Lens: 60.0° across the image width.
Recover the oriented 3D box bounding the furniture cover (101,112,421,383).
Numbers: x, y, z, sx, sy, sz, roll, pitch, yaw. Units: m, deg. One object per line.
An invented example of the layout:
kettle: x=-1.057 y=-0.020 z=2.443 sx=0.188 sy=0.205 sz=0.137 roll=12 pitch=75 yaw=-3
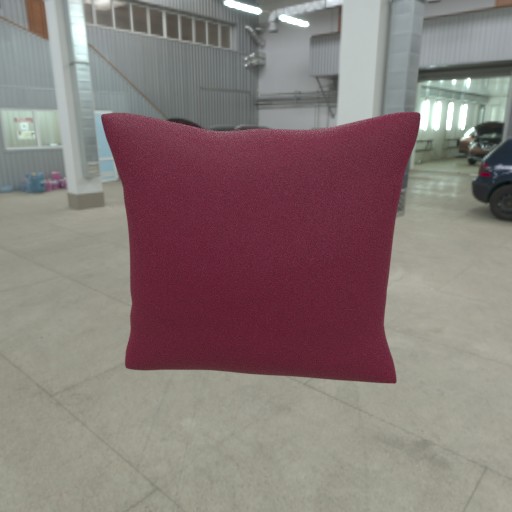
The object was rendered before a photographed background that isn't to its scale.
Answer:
furniture cover: x=0.000 y=0.000 z=0.824 sx=0.552 sy=0.509 sz=0.193 roll=2 pitch=16 yaw=6
